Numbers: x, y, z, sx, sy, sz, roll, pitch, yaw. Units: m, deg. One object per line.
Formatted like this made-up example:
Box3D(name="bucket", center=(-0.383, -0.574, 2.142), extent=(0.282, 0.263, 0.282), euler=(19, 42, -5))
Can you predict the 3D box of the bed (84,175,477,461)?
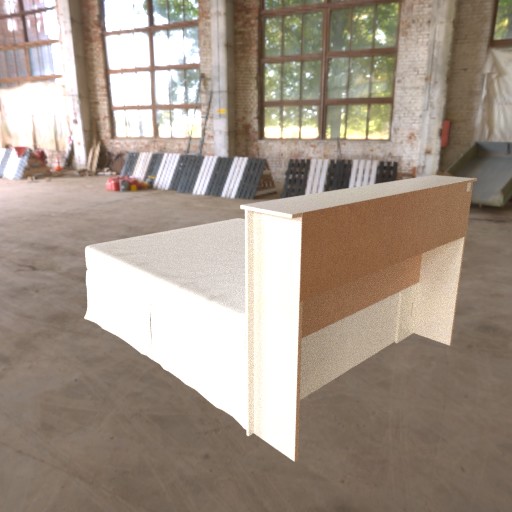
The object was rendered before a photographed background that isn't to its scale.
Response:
Box3D(name="bed", center=(0.000, 0.000, 3.026), extent=(1.671, 1.092, 2.133), euler=(-15, 22, -41))
